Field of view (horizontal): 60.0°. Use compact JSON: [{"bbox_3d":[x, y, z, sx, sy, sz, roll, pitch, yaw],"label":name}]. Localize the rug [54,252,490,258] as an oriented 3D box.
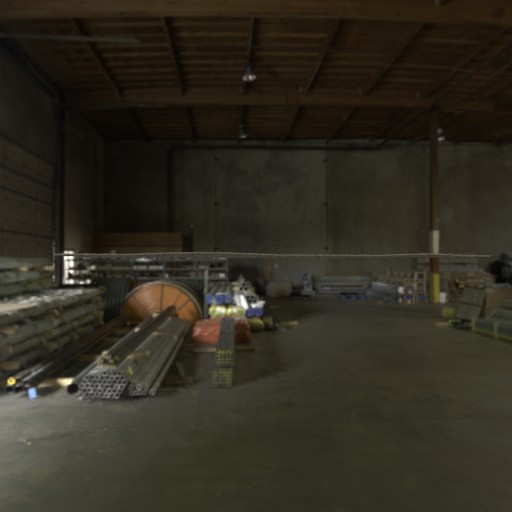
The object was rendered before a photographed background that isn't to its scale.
[{"bbox_3d":[0.000,0.000,4.347,3.333,0.027,2.428,0,-1,-18],"label":"rug"}]
